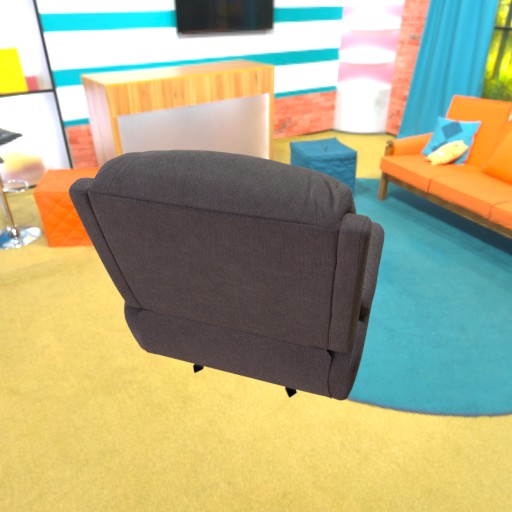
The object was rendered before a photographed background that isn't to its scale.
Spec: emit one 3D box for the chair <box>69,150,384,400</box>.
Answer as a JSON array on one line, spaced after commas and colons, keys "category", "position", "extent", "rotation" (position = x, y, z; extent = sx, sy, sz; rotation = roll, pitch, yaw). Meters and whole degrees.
[{"category": "chair", "position": [0.000, 0.000, 1.730], "extent": [0.930, 1.011, 0.899], "rotation": [10, 32, 16]}]
